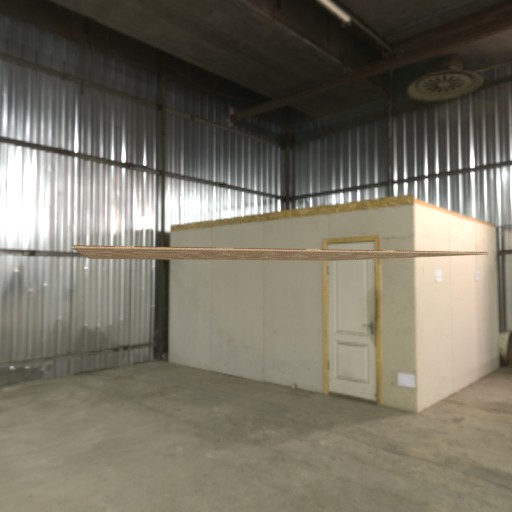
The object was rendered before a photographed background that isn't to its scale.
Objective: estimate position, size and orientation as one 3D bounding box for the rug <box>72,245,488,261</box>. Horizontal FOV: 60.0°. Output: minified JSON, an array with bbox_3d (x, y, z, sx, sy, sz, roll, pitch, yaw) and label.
[{"bbox_3d":[0.000,0.000,4.188,3.049,0.021,2.466,1,-2,-18],"label":"rug"}]
